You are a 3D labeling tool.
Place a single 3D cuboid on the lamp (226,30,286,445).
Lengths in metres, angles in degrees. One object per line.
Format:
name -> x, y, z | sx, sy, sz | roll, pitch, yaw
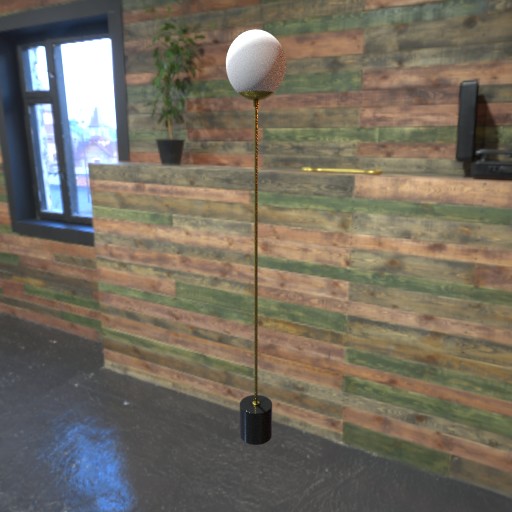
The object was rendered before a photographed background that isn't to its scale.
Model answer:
lamp -> 0.000, 0.000, 1.883 | 0.229, 1.748, 0.229 | 8, 17, 28
